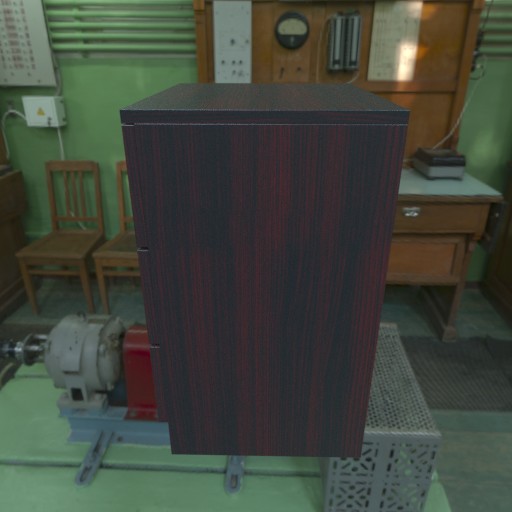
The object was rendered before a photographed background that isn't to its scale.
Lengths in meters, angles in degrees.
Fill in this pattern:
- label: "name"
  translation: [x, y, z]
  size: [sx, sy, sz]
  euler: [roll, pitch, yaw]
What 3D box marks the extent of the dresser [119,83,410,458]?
- label: "dresser"
  translation: [0.000, 0.000, 0.809]
  size: [0.360, 0.560, 0.400]
  euler: [1, 25, 1]
